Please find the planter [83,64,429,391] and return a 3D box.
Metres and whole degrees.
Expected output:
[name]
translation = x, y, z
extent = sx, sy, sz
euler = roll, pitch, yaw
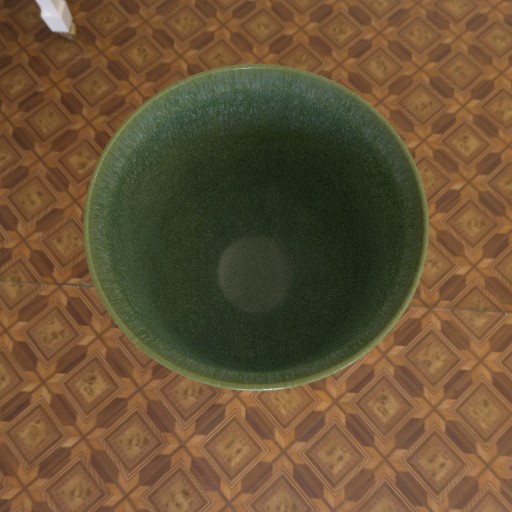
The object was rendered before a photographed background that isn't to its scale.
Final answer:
[planter]
translation = 0.000, 0.000, 0.470
extent = 0.266, 0.270, 0.266
euler = 0, 75, 0
